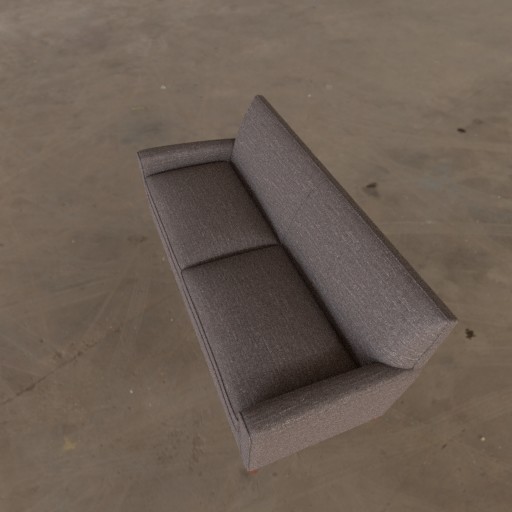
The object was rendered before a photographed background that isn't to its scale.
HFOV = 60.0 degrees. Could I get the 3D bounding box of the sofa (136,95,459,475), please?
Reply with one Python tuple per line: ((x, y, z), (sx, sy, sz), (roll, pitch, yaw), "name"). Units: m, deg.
((0.000, 0.000, 2.445), (0.875, 0.846, 1.976), (-17, 49, -15), "sofa")
